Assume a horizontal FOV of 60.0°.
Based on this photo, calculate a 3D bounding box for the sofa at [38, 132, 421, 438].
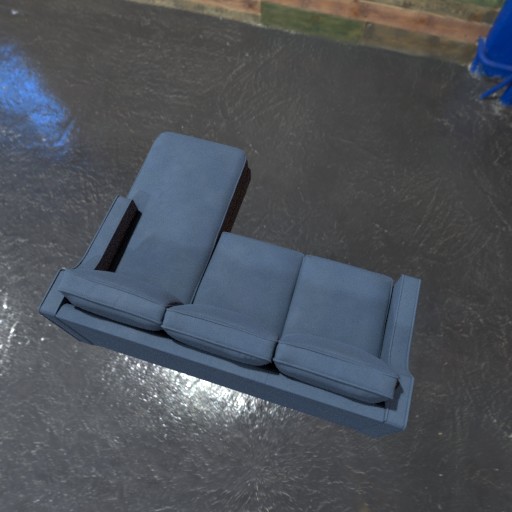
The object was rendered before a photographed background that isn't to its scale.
[{"bbox_3d":[0.000,0.000,3.281,2.317,1.066,1.858,16,65,8],"label":"sofa"}]
